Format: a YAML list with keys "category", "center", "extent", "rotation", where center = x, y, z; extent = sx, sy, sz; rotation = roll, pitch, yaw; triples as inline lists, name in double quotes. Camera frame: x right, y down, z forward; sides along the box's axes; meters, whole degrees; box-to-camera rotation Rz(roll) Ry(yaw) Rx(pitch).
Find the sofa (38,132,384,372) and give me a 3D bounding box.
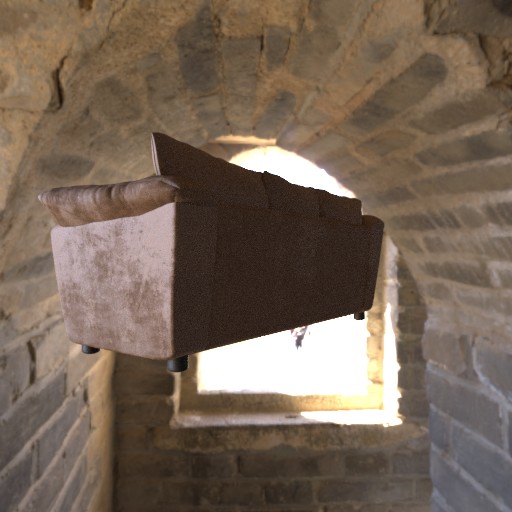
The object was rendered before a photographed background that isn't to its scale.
- category: "sofa"
  center: [0.000, 0.000, 2.787]
  extent: [0.893, 0.981, 2.377]
  rotation: [0, -1, 36]
